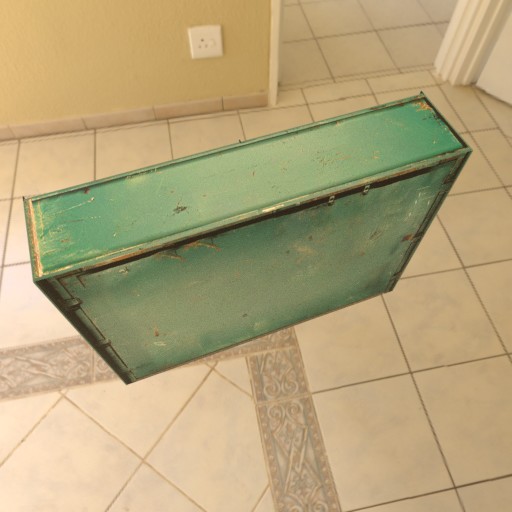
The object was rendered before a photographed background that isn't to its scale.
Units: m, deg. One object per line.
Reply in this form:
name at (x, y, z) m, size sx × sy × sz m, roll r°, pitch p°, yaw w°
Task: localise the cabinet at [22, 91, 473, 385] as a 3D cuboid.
cabinet at (0.000, 0.000, 3.920) m, size 3.001 × 2.160 × 0.680 m, roll -18°, pitch 60°, yaw -11°
